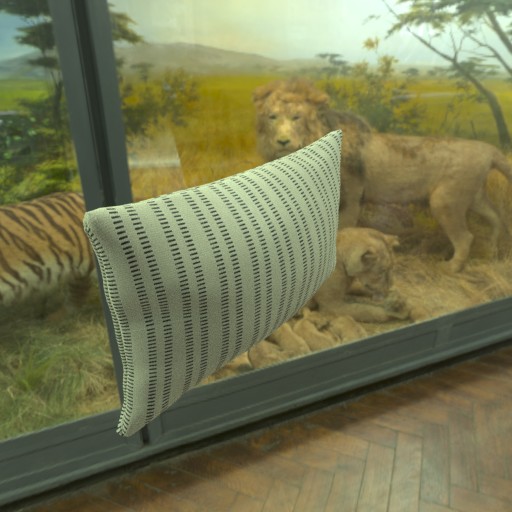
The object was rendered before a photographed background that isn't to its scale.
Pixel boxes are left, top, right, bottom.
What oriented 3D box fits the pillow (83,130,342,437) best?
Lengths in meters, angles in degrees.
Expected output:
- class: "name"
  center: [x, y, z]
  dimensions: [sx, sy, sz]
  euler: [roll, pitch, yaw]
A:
- class: "pillow"
  center: [0.000, 0.000, 0.797]
  dimensions: [0.210, 0.353, 0.640]
  euler: [18, 31, 32]
